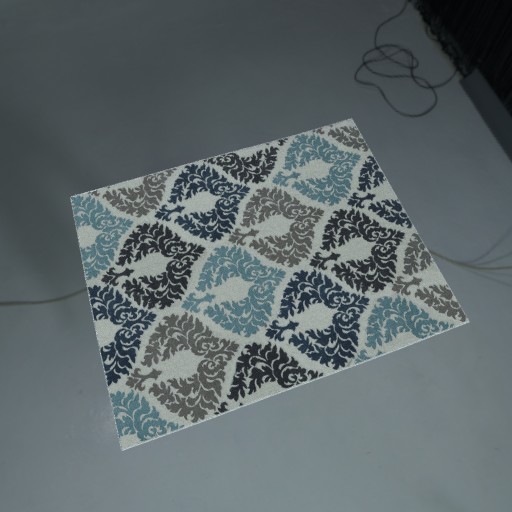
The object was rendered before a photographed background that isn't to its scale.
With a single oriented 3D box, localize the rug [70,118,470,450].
[{"bbox_3d":[0.000,0.000,4.070,3.040,0.014,2.423,-18,66,-8],"label":"rug"}]
